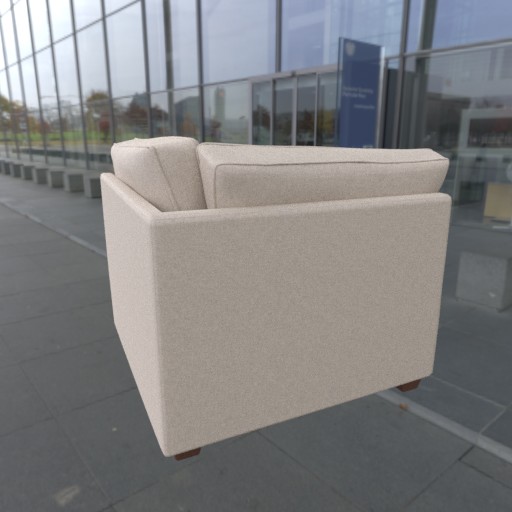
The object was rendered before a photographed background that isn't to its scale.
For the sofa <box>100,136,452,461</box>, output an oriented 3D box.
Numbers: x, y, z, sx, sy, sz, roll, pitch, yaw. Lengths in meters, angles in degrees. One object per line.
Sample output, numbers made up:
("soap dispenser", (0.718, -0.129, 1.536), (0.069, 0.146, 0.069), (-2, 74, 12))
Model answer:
("sofa", (0.000, 0.000, 1.799), (1.050, 0.937, 1.042), (-7, 17, -24))
